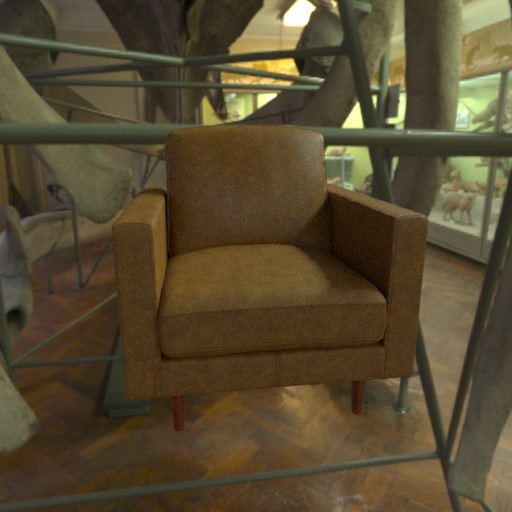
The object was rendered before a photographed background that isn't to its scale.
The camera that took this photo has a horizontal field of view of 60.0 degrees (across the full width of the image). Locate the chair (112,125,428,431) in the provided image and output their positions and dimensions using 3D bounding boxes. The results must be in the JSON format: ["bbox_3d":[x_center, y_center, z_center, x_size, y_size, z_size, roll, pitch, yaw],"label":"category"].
[{"bbox_3d":[0.000,0.000,1.659,0.890,0.956,0.909,-2,15,-8],"label":"chair"}]
